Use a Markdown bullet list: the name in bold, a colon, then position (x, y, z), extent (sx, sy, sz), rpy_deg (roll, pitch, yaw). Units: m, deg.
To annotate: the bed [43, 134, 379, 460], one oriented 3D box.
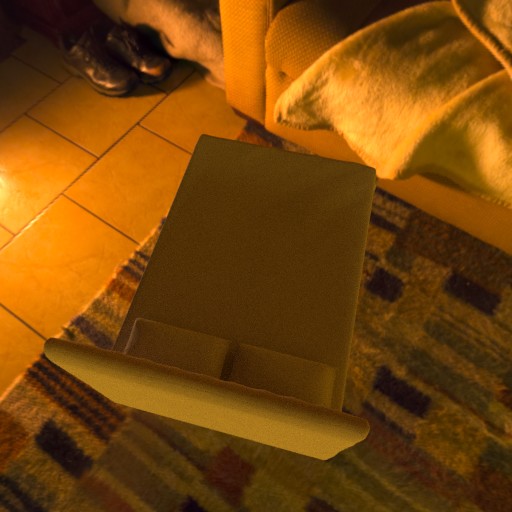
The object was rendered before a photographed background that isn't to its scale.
- **bed**: position (0.000, 0.000, 3.316), extent (1.698, 1.427, 2.387), rpy_deg (13, 63, 7)
